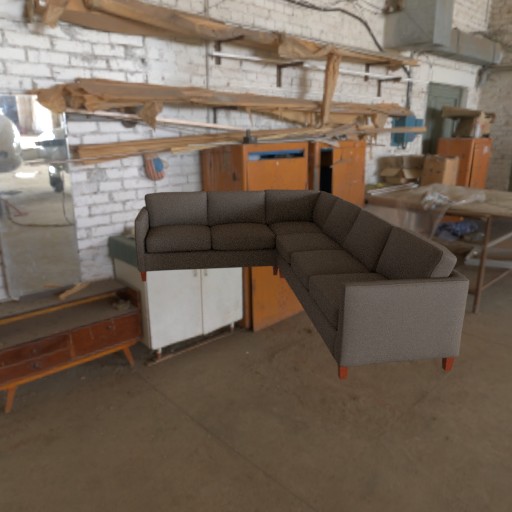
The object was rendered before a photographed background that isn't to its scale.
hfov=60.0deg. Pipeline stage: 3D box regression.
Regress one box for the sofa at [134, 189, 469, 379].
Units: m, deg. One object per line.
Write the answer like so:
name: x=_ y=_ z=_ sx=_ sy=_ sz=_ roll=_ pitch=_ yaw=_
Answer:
sofa: x=0.000 y=0.000 z=4.482 sx=2.593 sy=0.947 sz=3.302 roll=-2 pitch=16 yaw=-8
